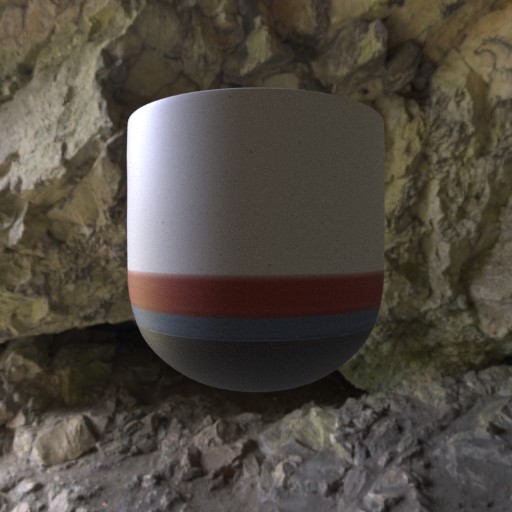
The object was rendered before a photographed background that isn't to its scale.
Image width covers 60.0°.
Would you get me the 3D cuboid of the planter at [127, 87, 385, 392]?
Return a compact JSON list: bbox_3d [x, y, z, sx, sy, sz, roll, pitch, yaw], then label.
[{"bbox_3d":[0.000,0.000,0.481,0.268,0.270,0.268,0,1,0],"label":"planter"}]
